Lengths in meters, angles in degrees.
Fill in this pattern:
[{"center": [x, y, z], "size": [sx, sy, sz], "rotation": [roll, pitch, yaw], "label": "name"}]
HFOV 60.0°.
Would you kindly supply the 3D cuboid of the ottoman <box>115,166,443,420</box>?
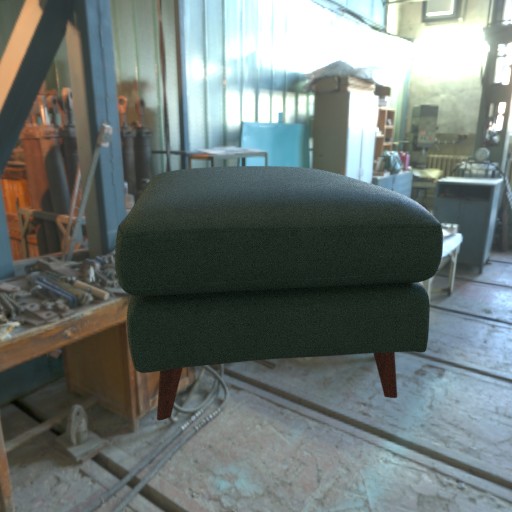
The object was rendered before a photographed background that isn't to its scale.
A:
[{"center": [0.000, 0.000, 1.174], "size": [0.608, 0.449, 0.811], "rotation": [-2, 16, -9], "label": "ottoman"}]
